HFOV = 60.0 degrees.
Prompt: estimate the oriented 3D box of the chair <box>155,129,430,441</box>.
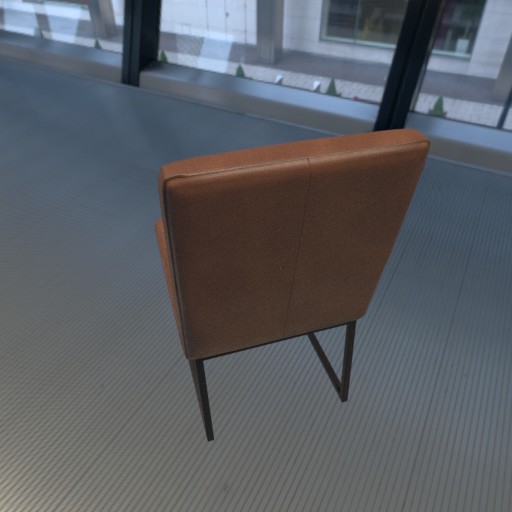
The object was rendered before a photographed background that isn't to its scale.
[{"bbox_3d":[0.000,0.000,1.278,0.520,0.930,0.634,-11,41,-13],"label":"chair"}]
